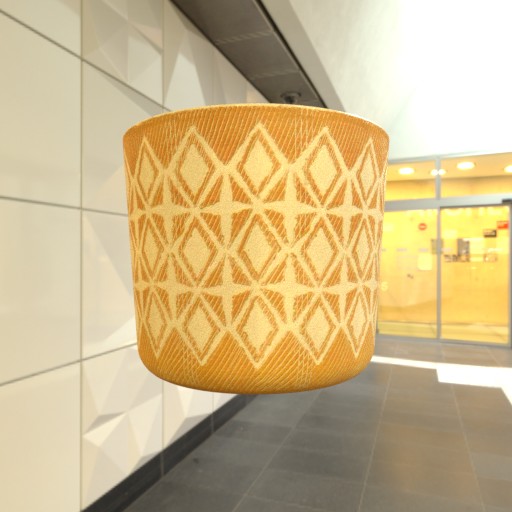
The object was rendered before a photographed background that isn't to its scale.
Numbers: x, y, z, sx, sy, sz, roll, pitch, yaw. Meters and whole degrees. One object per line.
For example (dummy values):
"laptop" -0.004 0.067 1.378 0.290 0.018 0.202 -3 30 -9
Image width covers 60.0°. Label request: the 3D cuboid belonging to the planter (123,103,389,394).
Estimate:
"planter" 0.000 0.000 0.335 0.193 0.165 0.193 0 0 0
